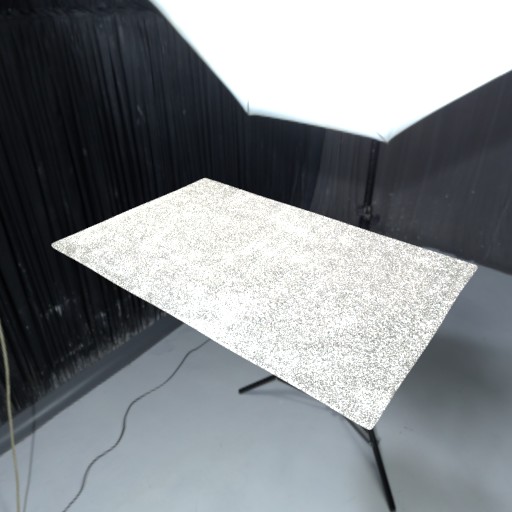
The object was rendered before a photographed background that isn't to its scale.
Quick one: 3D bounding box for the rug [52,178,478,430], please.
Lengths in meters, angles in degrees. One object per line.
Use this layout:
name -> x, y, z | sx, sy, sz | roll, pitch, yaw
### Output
rug -> 0.000, 0.000, 2.880 | 2.350, 0.025, 1.502 | 23, 38, 32
